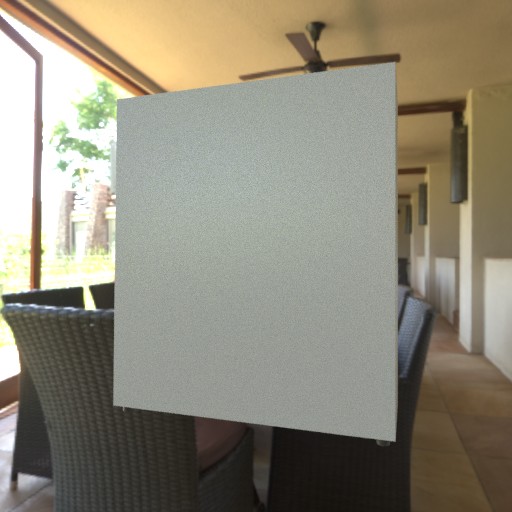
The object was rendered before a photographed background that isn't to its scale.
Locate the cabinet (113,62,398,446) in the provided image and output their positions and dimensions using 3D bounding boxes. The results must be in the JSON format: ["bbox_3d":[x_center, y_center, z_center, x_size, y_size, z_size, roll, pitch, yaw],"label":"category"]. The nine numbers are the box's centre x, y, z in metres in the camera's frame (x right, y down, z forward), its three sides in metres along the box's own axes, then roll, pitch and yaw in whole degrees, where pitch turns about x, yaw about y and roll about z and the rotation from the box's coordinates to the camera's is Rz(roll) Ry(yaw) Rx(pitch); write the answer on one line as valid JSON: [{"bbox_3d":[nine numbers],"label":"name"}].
[{"bbox_3d":[0.000,0.000,1.635,0.990,1.150,0.348,0,0,19],"label":"cabinet"}]
